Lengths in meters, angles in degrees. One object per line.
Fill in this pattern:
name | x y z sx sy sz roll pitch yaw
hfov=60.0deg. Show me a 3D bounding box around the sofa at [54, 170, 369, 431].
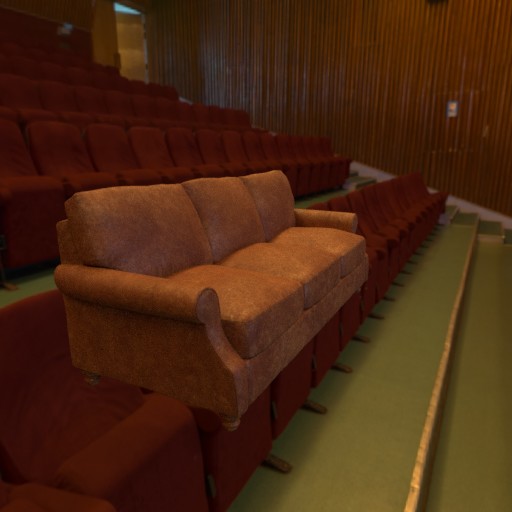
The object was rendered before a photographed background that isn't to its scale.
sofa | 0.000 0.000 2.805 0.973 0.977 2.351 7 15 26
